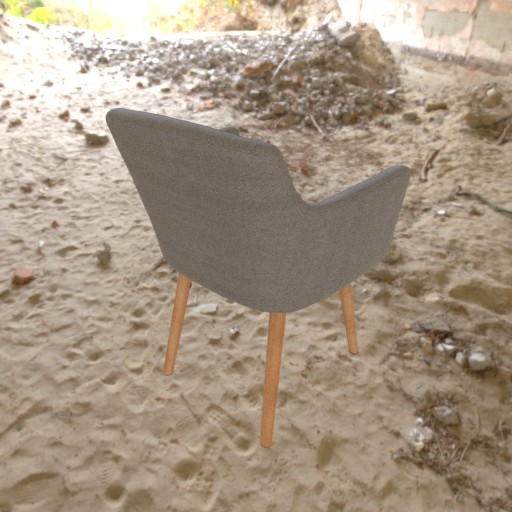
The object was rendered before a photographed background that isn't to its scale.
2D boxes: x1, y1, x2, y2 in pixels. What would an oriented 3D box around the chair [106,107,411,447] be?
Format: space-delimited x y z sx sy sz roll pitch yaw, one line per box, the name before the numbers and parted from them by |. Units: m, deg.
chair | 0.000 0.000 1.144 0.570 0.780 0.540 24 38 34
